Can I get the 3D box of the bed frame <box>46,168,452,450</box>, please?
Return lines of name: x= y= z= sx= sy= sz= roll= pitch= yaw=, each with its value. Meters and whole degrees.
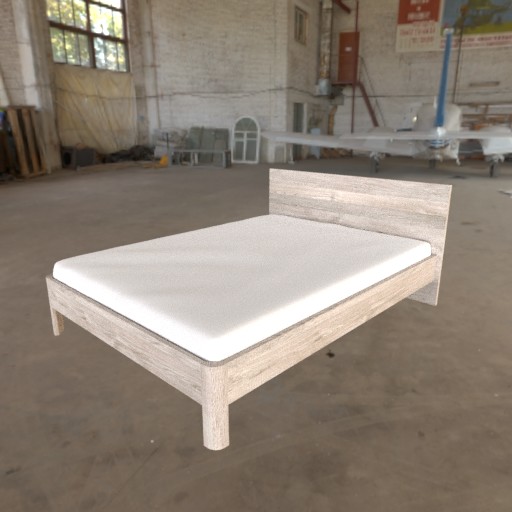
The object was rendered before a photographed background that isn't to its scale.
bed frame: x=0.000 y=0.000 z=2.668 sx=1.490 sy=0.800 sz=1.950 roll=15 pitch=23 yaw=41
